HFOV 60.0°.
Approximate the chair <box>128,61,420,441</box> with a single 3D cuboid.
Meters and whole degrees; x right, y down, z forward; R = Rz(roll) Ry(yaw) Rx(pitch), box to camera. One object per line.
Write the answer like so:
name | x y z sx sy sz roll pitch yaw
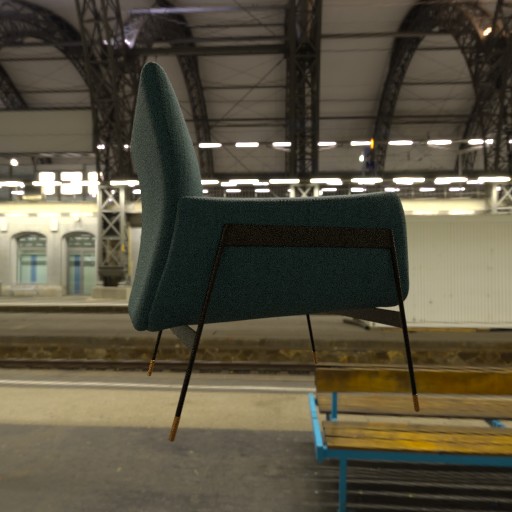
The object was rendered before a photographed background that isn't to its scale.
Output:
chair | 0.000 0.000 1.407 0.769 0.859 0.678 0 -1 -18
